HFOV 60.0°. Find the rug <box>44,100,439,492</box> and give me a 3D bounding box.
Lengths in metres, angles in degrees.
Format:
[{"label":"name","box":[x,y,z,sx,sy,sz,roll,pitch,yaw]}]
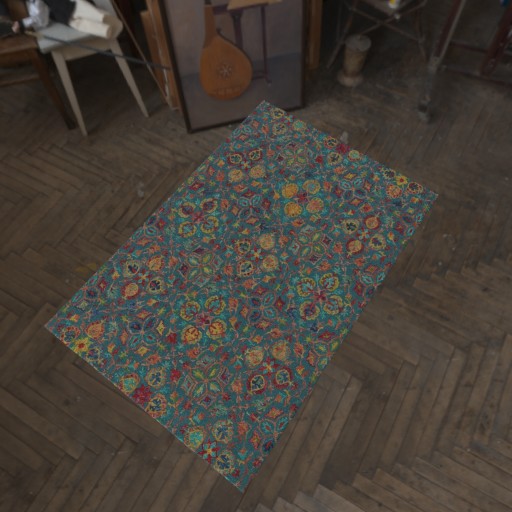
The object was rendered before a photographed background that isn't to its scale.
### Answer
[{"label":"rug","box":[0.000,0.000,2.326,1.216,0.014,1.836,33,68,15]}]
